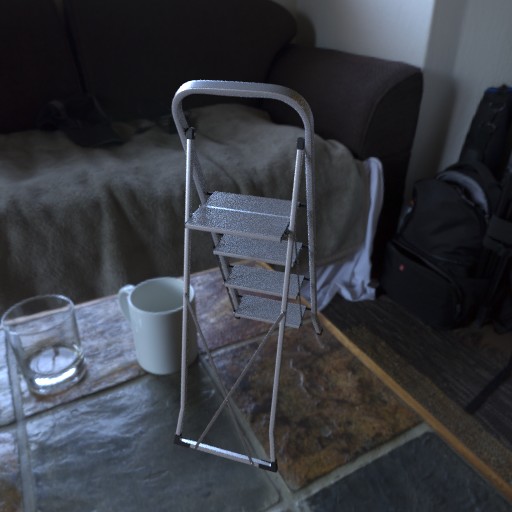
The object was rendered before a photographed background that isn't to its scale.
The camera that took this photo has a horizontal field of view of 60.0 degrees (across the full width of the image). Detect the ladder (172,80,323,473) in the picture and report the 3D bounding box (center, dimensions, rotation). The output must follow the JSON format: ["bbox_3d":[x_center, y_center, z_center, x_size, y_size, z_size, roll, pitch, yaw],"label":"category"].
[{"bbox_3d":[0.000,0.000,1.659,0.465,1.290,0.830,9,32,15],"label":"ladder"}]
